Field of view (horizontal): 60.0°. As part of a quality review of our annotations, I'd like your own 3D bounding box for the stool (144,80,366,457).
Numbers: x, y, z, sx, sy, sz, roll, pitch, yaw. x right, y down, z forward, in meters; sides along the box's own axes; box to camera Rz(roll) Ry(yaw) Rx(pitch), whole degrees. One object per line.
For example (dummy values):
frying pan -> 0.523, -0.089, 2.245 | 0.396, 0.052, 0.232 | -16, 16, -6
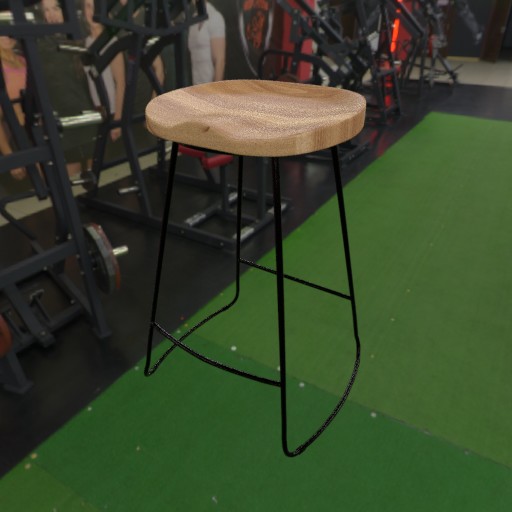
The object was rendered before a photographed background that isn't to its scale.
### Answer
stool -> 0.000, 0.000, 0.985 | 0.480, 0.679, 0.401 | 18, 35, 28
